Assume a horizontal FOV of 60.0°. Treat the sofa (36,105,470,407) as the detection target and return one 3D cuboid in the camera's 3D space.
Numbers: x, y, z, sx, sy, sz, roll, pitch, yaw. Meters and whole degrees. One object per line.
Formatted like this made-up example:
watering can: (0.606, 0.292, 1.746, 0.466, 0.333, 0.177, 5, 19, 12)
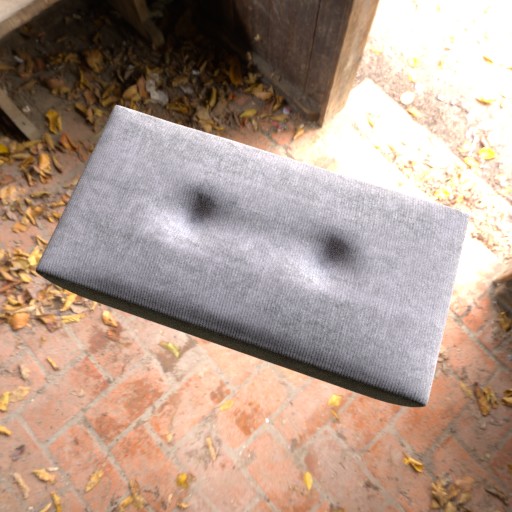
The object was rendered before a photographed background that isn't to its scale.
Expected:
sofa: (0.000, 0.000, 1.140, 0.930, 0.330, 0.480, 18, 76, 5)
